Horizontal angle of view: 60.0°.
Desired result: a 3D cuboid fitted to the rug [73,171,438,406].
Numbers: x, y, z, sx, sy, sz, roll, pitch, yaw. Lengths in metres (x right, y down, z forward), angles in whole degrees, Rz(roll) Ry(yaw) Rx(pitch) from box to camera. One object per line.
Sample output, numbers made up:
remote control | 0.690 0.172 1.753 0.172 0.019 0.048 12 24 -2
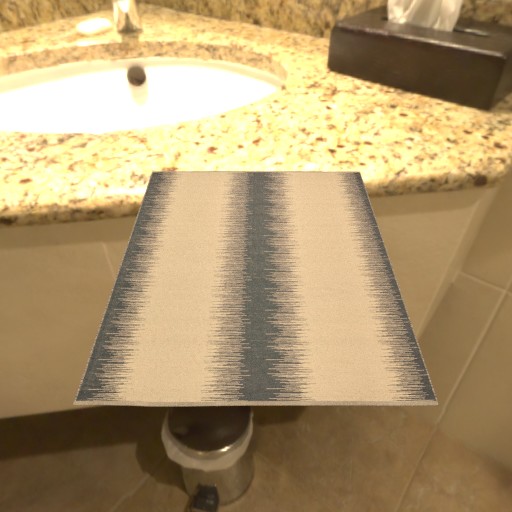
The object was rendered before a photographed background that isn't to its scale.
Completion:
rug | 0.000 0.000 4.098 2.453 0.004 3.037 0 41 0
